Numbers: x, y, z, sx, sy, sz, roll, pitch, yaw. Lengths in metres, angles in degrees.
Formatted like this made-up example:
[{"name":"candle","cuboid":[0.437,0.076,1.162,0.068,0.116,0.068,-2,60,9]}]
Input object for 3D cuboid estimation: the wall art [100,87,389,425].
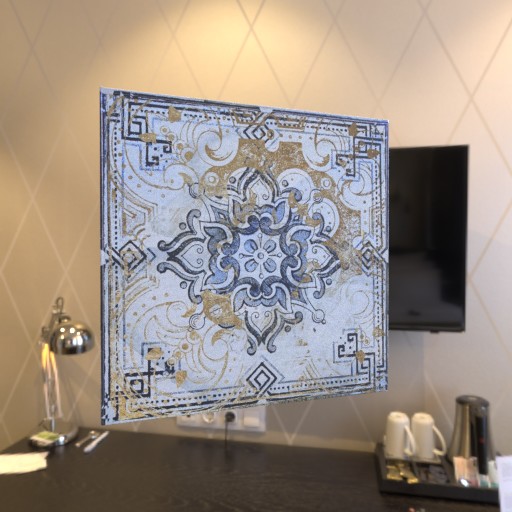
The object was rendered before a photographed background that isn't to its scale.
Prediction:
[{"name":"wall art","cuboid":[0.000,0.000,0.620,0.411,0.410,0.038,0,1,-19]}]
